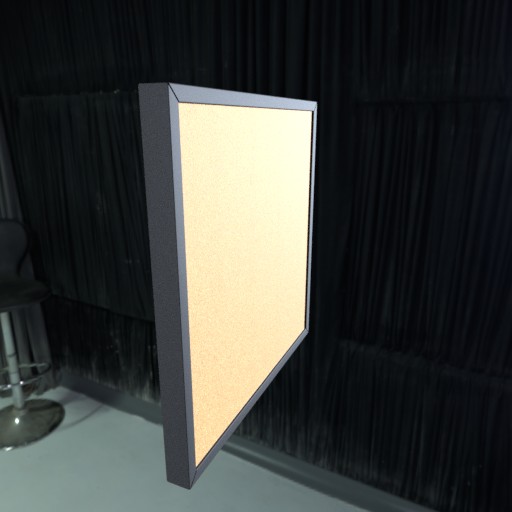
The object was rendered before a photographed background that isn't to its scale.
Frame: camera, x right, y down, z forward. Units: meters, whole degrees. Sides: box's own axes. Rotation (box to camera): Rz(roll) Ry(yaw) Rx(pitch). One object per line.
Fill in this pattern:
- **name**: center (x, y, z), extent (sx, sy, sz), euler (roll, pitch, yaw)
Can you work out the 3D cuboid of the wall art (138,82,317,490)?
- **wall art**: center (0.000, 0.000, 0.744), extent (0.037, 0.508, 0.508), euler (8, 18, 23)
